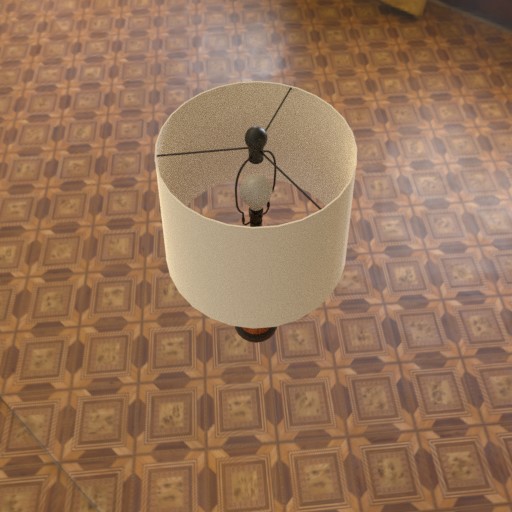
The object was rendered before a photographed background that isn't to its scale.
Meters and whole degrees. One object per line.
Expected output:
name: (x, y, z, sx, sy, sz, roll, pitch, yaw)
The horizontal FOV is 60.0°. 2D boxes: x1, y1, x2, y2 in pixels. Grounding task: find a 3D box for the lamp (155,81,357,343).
lamp: (0.000, 0.000, 0.897, 0.349, 0.667, 0.349, 0, 58, 0)
